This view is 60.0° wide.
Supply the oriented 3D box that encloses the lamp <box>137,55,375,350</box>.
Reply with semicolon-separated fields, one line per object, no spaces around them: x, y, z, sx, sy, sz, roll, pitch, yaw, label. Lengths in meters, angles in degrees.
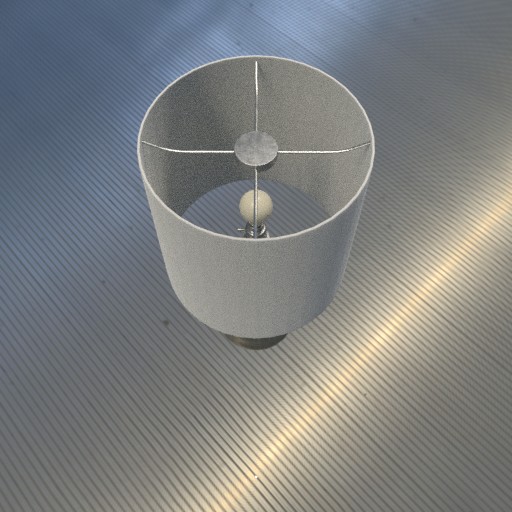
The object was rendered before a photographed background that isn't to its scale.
0.000;0.000;0.472;0.186;0.369;0.186;0;64;0;lamp
